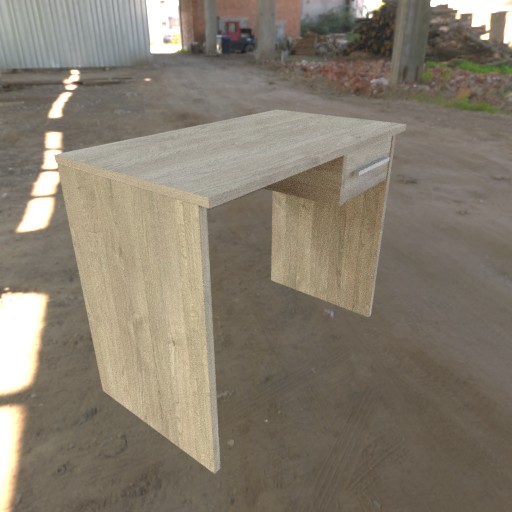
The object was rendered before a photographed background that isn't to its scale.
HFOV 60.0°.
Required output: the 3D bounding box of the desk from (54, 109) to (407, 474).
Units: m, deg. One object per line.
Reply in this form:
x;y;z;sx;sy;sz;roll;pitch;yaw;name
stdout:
0.000;0.000;1.371;0.498;0.724;0.893;19;32;34;desk
